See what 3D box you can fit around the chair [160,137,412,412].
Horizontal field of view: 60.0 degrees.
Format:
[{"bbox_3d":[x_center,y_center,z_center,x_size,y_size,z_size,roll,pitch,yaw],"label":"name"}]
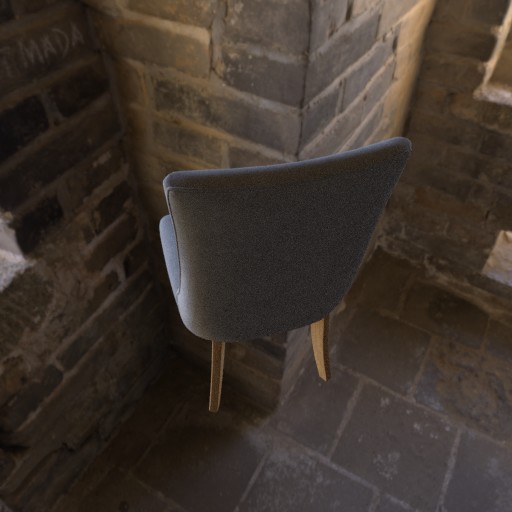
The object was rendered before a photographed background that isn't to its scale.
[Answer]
[{"bbox_3d":[0.000,0.000,1.260,0.495,0.902,0.610,-11,43,-12],"label":"chair"}]
